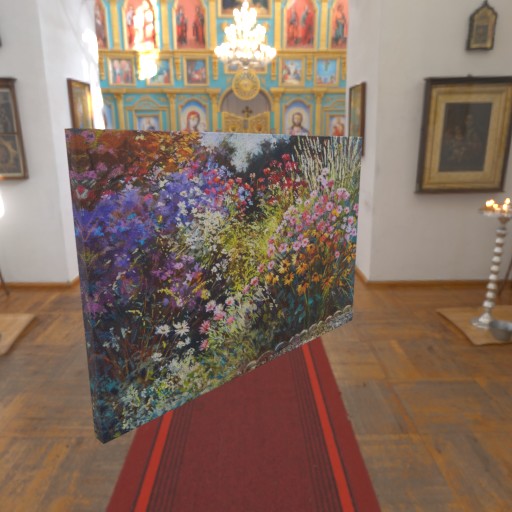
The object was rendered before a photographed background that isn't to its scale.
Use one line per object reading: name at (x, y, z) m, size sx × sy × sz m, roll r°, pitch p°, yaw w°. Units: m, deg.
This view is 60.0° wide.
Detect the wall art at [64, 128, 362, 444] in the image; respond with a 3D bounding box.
wall art at (0.000, 0.000, 1.138) m, size 0.037 × 0.604 × 0.908 m, roll 13°, pitch 19°, yaw 42°
